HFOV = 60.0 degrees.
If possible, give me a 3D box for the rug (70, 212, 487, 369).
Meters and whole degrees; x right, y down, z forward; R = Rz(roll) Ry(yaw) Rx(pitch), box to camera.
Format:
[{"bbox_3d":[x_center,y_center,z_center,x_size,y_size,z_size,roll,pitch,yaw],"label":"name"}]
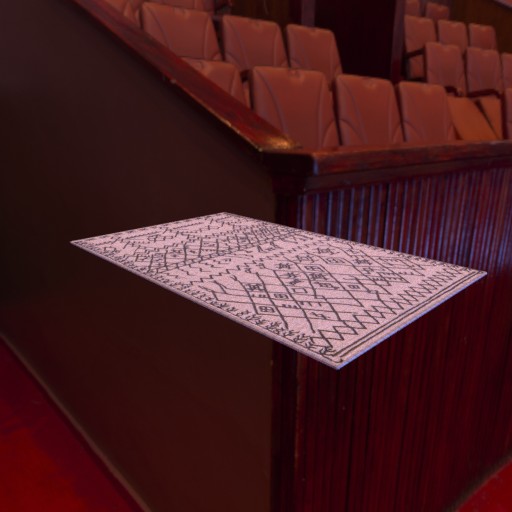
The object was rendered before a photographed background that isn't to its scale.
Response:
[{"bbox_3d":[0.000,0.000,3.007,1.526,0.012,2.444,-16,24,-42],"label":"rug"}]
